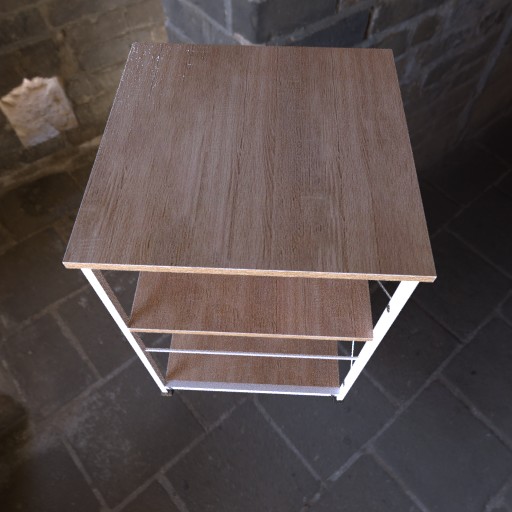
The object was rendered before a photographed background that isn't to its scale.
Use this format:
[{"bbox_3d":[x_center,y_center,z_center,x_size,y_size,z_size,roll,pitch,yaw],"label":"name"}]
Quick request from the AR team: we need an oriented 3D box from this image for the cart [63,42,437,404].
[{"bbox_3d":[0.000,0.000,1.075,0.520,0.762,0.521,2,58,1],"label":"cart"}]
